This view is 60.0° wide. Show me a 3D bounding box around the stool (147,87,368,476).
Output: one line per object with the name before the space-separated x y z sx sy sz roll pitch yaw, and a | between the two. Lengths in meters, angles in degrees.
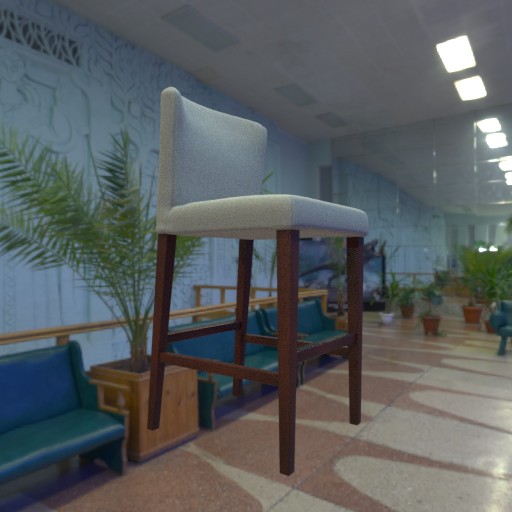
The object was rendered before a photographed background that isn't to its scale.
stool | 0.000 0.000 1.399 0.568 1.069 0.479 0 -1 36
